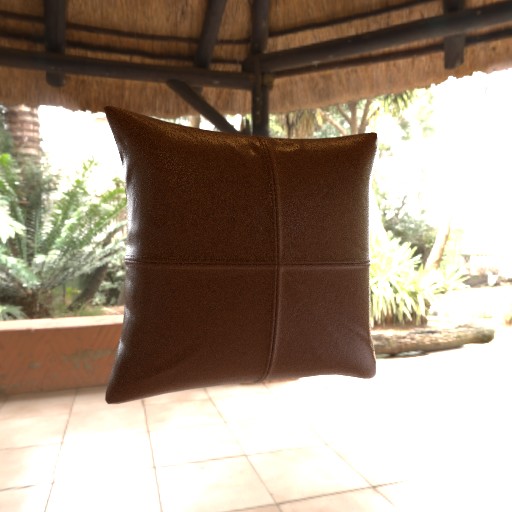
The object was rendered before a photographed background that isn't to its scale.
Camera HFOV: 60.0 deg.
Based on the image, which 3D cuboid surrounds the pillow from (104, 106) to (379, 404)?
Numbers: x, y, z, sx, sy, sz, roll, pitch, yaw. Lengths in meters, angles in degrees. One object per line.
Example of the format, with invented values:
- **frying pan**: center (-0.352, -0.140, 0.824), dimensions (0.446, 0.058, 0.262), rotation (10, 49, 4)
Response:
- **pillow**: center (0.000, 0.000, 0.773), dimensions (0.501, 0.477, 0.192), rotation (0, 1, -18)
